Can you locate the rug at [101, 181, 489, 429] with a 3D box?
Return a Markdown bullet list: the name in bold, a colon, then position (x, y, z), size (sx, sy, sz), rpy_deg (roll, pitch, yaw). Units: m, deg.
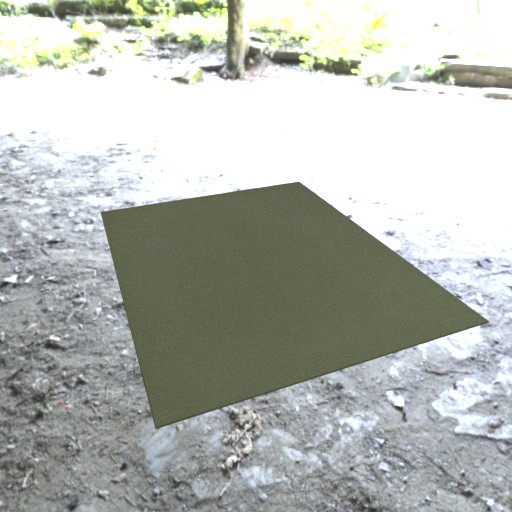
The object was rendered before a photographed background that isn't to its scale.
- **rug**: position (0.000, 0.000, 3.438), size (2.073, 0.011, 2.584), rpy_deg (-12, 33, -19)
